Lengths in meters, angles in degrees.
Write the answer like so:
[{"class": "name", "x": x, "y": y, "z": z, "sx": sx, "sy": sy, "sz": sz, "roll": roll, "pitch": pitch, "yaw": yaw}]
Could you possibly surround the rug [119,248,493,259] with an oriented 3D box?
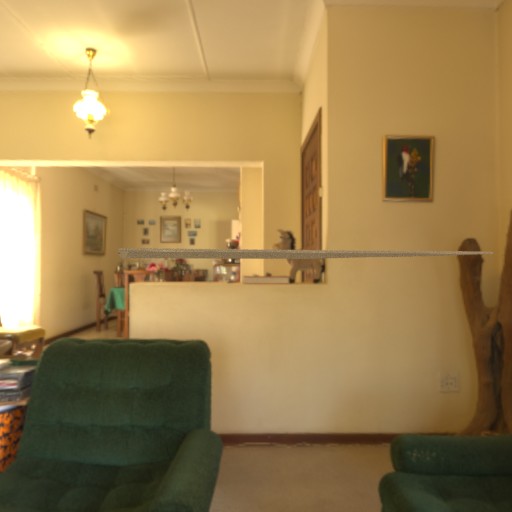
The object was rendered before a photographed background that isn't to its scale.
[{"class": "rug", "x": 0.000, "y": 0.000, "z": 3.876, "sx": 2.288, "sy": 0.018, "sz": 2.895, "roll": 0, "pitch": -1, "yaw": -17}]
